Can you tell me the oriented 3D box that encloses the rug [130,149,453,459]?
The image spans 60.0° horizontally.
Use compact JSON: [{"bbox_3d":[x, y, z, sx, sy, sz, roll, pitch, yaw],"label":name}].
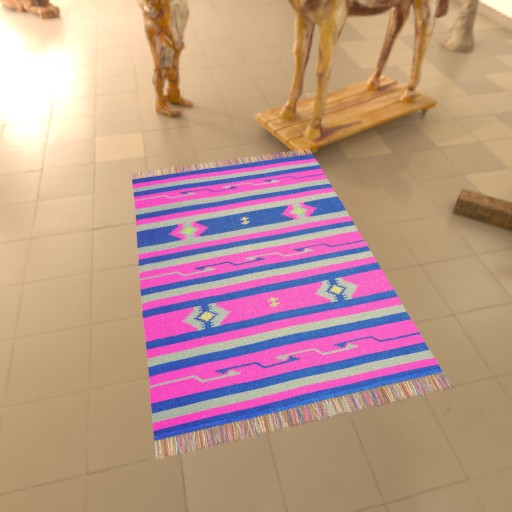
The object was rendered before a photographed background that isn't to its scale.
[{"bbox_3d":[0.000,0.000,2.952,1.539,0.013,2.350,-10,47,-10],"label":"rug"}]
